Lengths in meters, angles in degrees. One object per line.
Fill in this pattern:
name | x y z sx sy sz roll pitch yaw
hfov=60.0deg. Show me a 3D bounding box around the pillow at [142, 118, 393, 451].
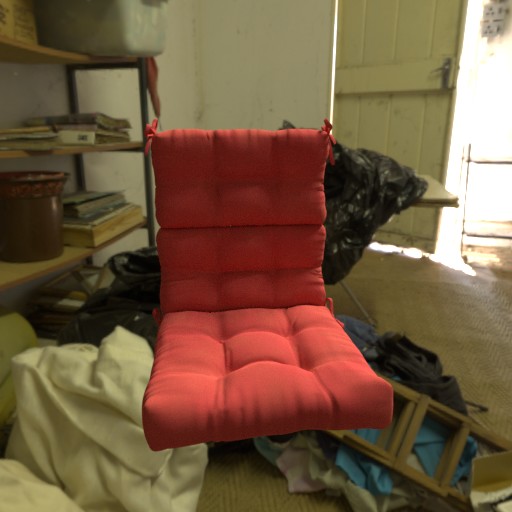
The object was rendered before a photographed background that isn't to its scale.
pillow | 0.000 0.000 1.010 0.519 0.605 0.571 -2 17 -7
